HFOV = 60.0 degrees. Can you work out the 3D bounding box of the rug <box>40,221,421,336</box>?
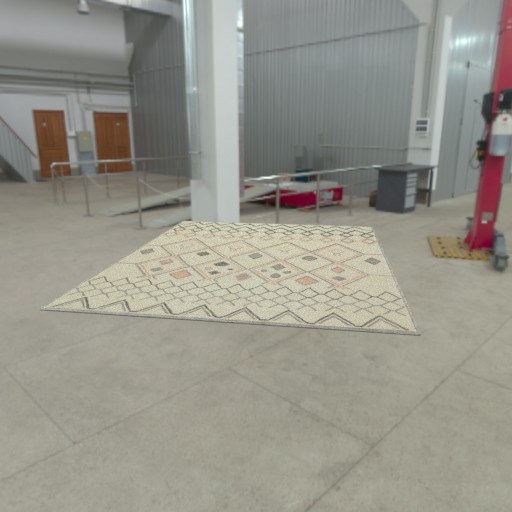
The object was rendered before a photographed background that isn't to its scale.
[{"bbox_3d":[0.000,0.000,4.211,2.441,0.016,3.050,2,16,9],"label":"rug"}]
